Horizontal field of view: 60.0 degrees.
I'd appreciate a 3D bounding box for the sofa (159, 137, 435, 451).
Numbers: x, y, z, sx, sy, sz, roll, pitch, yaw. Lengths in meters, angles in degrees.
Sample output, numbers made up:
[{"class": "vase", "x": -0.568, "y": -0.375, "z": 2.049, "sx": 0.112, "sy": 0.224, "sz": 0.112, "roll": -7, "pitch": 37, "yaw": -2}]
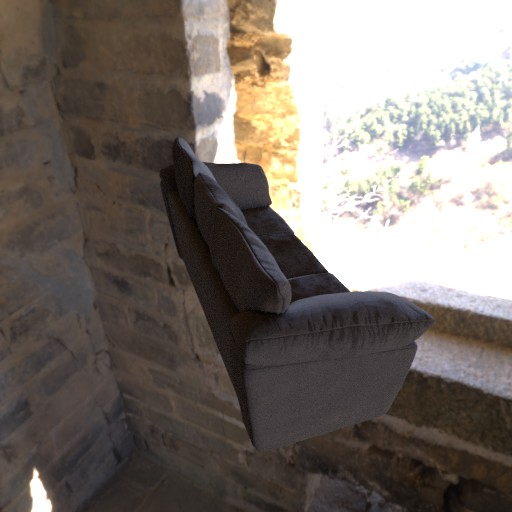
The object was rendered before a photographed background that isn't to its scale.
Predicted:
[{"class": "sofa", "x": 0.000, "y": 0.000, "z": 2.867, "sx": 0.878, "sy": 1.073, "sz": 2.336, "roll": -10, "pitch": 32, "yaw": -16}]
